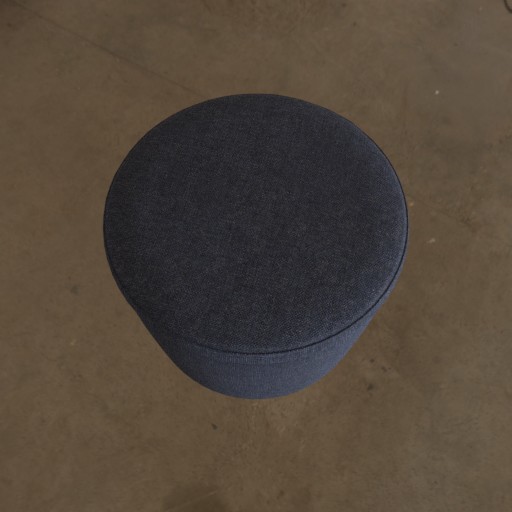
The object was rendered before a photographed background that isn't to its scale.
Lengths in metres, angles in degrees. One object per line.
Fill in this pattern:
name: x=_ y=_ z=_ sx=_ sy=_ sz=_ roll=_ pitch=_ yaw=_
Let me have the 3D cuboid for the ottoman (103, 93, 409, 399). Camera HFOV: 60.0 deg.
ottoman: x=0.000 y=0.000 z=0.917 sx=0.520 sy=0.430 sz=0.520 roll=0 pitch=64 yaw=0
